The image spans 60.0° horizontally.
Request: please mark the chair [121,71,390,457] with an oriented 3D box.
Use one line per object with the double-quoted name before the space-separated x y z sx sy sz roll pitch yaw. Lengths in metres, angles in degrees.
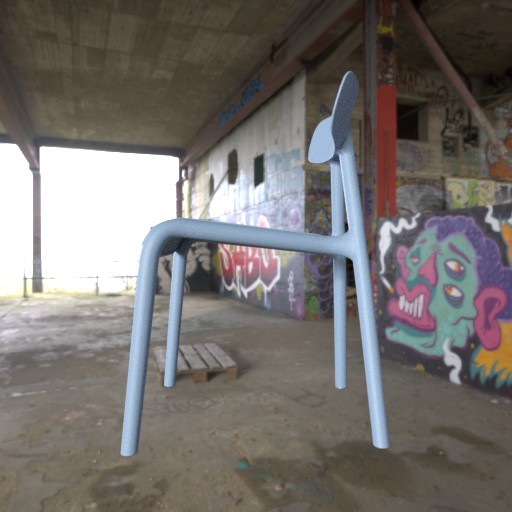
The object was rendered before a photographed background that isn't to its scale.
"chair" 0.000 0.000 0.817 0.401 0.580 0.356 0 0 -1
